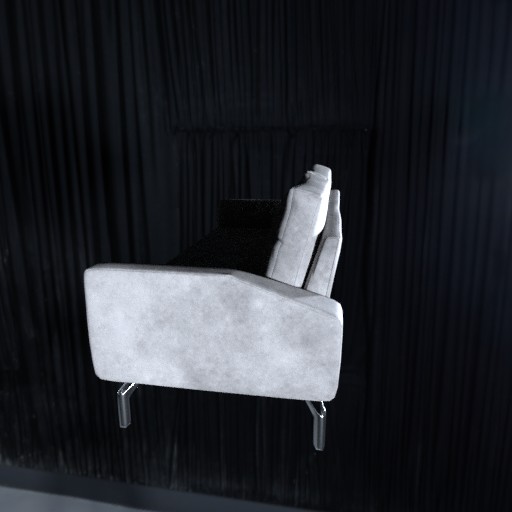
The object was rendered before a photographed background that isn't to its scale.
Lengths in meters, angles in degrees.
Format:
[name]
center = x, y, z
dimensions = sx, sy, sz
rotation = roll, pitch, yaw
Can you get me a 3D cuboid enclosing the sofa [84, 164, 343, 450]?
[sofa]
center = 0.000, 0.000, 2.271
dimensions = 0.849, 0.859, 1.837
rotation = 2, 15, 10
